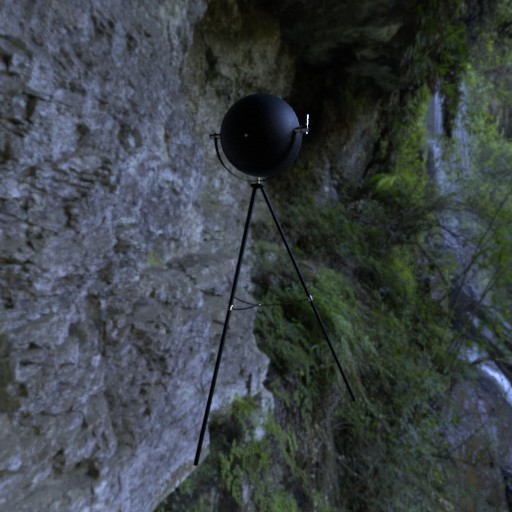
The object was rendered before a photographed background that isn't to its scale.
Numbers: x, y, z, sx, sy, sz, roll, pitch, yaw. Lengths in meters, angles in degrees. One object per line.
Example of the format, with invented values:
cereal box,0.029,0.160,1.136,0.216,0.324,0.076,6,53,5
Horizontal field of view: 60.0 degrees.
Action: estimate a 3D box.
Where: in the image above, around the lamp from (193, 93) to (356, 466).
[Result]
lamp,0.000,0.000,2.002,0.817,1.512,0.920,0,1,18
